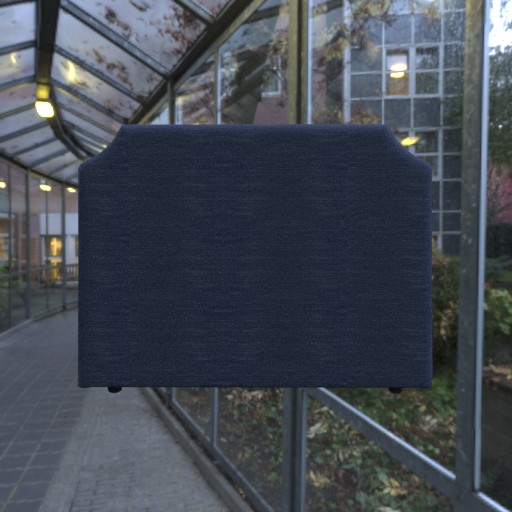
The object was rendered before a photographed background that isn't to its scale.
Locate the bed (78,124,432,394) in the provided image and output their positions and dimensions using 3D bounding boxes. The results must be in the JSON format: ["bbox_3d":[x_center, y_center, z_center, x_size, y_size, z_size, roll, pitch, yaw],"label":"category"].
[{"bbox_3d":[0.000,0.000,3.138,1.693,1.290,2.116,0,1,0],"label":"bed"}]
